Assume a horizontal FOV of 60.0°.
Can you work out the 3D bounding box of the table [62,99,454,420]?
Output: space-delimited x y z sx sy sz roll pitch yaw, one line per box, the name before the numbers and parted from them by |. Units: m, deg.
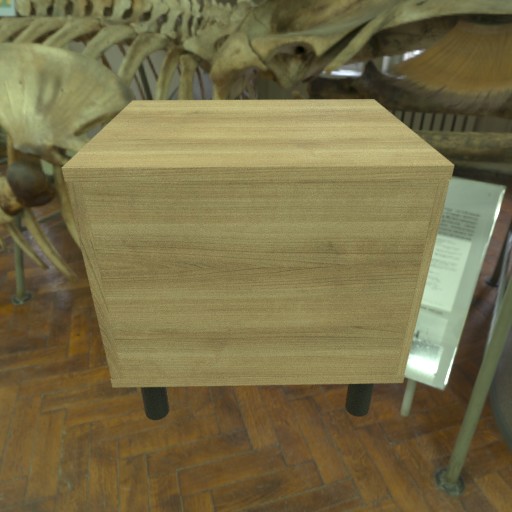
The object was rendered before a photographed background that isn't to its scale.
table | 0.000 0.000 0.782 0.445 0.460 0.380 -1 31 -1
